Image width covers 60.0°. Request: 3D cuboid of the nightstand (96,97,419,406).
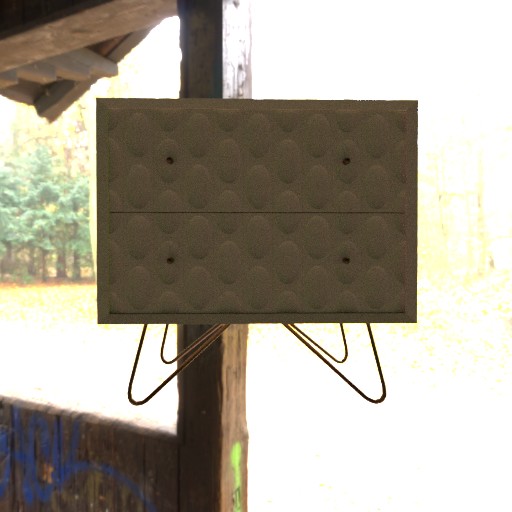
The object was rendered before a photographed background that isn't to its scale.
[{"bbox_3d":[0.000,0.000,1.058,0.614,0.604,0.447,0,1,-1],"label":"nightstand"}]
